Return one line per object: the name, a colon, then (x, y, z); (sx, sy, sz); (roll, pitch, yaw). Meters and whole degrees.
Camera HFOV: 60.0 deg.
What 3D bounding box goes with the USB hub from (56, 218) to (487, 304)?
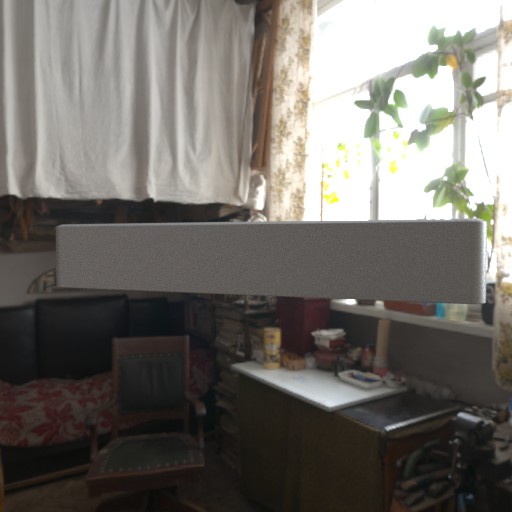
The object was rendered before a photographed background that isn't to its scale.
USB hub: (0.000, 0.000, 0.161); (0.145, 0.023, 0.044); (1, 2, 19)
